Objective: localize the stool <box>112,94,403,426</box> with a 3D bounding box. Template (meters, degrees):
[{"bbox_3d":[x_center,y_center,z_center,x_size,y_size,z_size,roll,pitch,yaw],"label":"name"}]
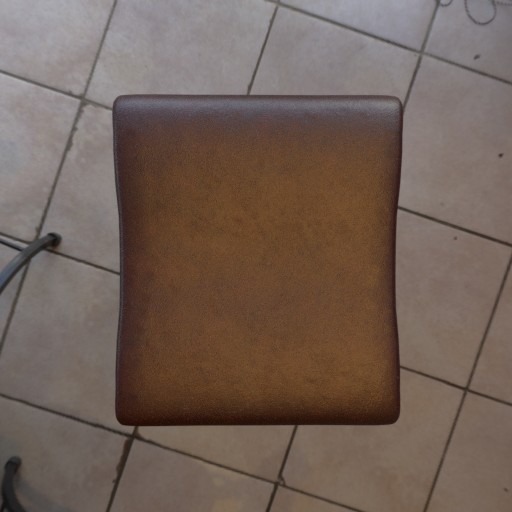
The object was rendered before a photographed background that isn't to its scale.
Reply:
[{"bbox_3d":[0.000,0.000,0.894,0.397,0.608,0.465,0,92,-1],"label":"stool"}]
